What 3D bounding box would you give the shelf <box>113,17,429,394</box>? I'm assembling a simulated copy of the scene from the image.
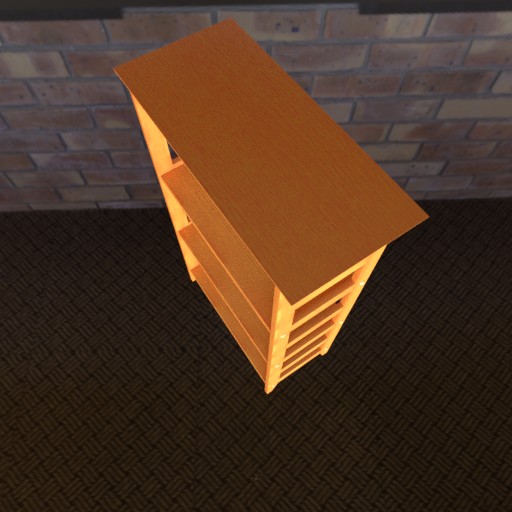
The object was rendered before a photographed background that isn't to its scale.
[{"bbox_3d":[0.000,0.000,1.355,0.305,1.067,0.660,-31,67,-15],"label":"shelf"}]
